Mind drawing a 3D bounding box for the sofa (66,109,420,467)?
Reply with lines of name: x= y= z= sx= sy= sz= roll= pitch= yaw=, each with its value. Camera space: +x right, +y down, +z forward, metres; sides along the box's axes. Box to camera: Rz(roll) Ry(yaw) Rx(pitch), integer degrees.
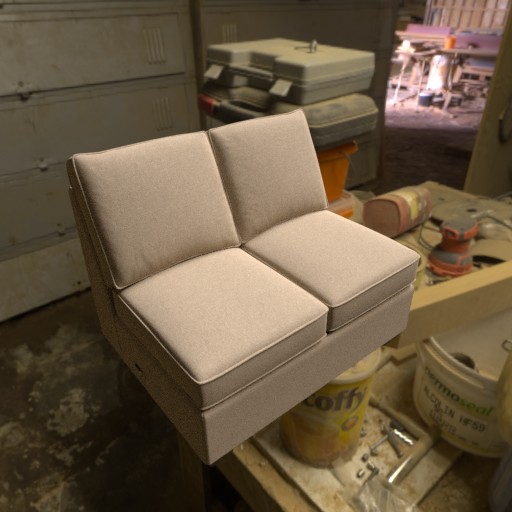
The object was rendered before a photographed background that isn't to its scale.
sofa: x=0.000 y=0.000 z=1.994 sx=1.237 sy=1.008 sz=0.951 roll=-23 pitch=38 yaw=-33
